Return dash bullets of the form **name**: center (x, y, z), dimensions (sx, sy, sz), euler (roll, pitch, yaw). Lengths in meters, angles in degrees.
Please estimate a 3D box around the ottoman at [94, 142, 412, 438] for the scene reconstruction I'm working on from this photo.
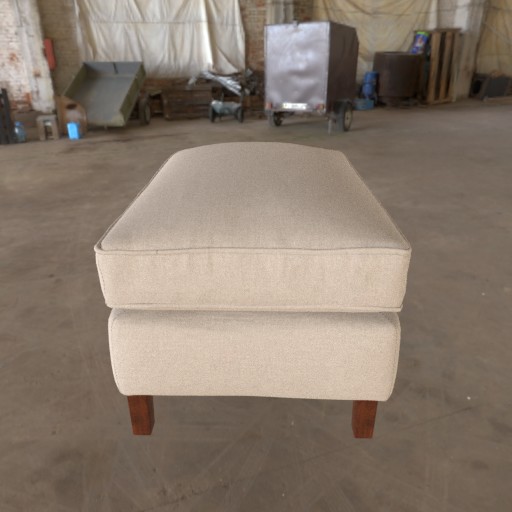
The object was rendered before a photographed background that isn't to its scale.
- **ottoman**: center (0.000, 0.000, 0.986), dimensions (0.501, 0.456, 0.665), euler (0, 25, 1)
